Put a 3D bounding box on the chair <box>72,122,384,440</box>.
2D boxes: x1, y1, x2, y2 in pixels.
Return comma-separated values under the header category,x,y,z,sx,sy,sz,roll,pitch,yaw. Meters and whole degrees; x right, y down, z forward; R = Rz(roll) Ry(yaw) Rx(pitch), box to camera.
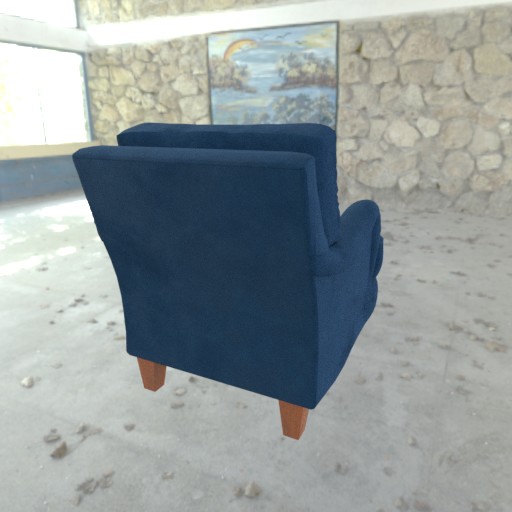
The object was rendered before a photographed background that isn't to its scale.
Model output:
category,x,y,z,sx,sy,sz,roll,pitch,yaw
chair,0.000,0.000,1.865,0.895,1.076,1.078,9,19,26
